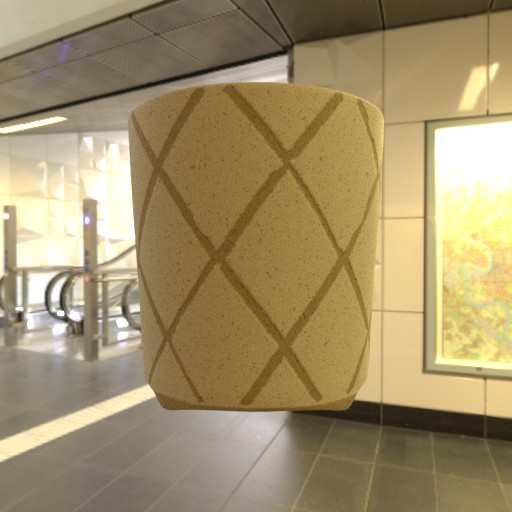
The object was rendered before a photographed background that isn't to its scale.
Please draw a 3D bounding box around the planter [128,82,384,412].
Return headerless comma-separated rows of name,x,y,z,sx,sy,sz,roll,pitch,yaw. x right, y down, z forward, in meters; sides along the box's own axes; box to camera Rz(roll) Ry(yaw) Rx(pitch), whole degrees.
planter,0.000,0.000,0.345,0.191,0.199,0.191,0,1,0
